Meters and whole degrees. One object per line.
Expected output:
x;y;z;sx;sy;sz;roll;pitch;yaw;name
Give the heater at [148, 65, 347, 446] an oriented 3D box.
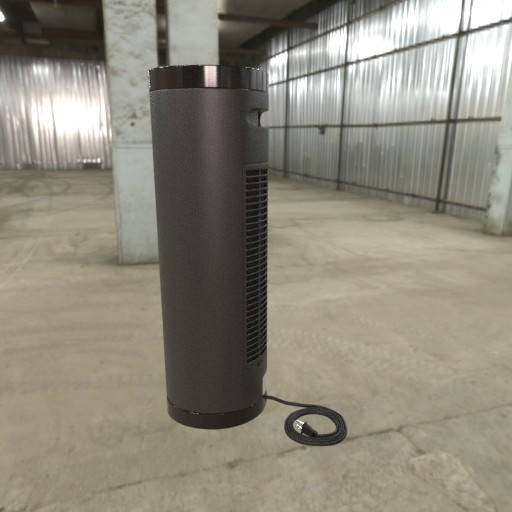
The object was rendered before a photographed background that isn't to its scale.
0.000;0.000;0.708;0.312;0.552;0.174;2;15;9;heater
